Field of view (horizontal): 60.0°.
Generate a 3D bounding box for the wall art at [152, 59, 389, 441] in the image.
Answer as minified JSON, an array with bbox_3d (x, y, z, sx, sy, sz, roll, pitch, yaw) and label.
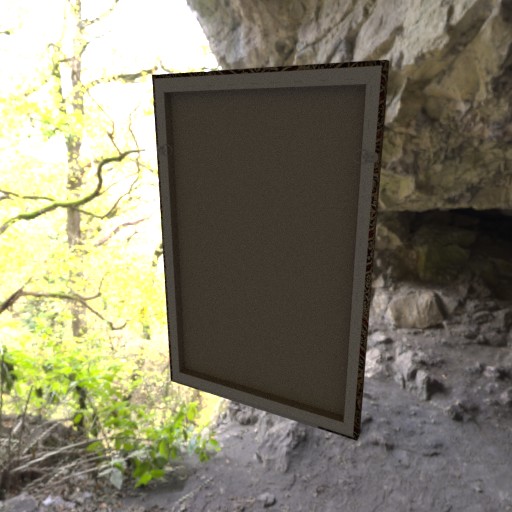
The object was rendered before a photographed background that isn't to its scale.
[{"bbox_3d":[0.000,0.000,0.764,0.397,0.599,0.020,8,19,26],"label":"wall art"}]
